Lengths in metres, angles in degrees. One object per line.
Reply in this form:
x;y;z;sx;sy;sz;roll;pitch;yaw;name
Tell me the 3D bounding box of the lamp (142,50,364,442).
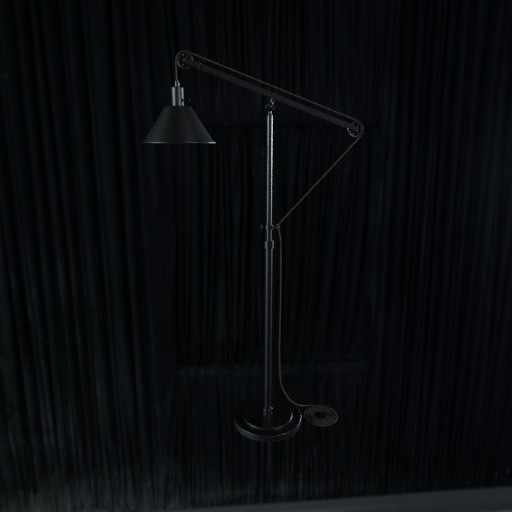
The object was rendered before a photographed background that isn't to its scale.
0.000;0.000;1.915;0.904;1.626;0.319;-2;14;-7;lamp
